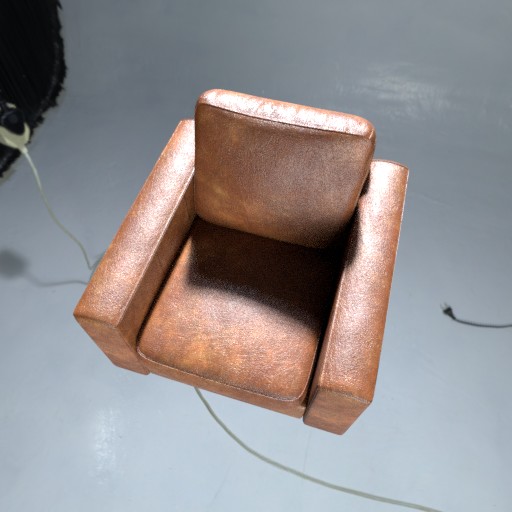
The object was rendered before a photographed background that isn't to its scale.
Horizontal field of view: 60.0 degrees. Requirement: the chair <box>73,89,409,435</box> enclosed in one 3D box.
[{"bbox_3d":[0.000,0.000,1.718,1.005,0.873,1.016,14,60,9],"label":"chair"}]
